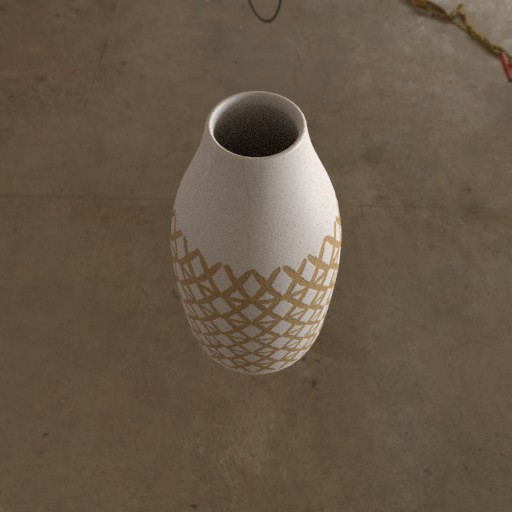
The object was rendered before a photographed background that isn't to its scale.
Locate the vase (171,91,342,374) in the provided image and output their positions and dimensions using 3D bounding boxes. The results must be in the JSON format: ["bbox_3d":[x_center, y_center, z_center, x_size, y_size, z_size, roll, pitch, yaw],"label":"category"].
[{"bbox_3d":[0.000,0.000,0.492,0.186,0.380,0.186,0,59,0],"label":"vase"}]
